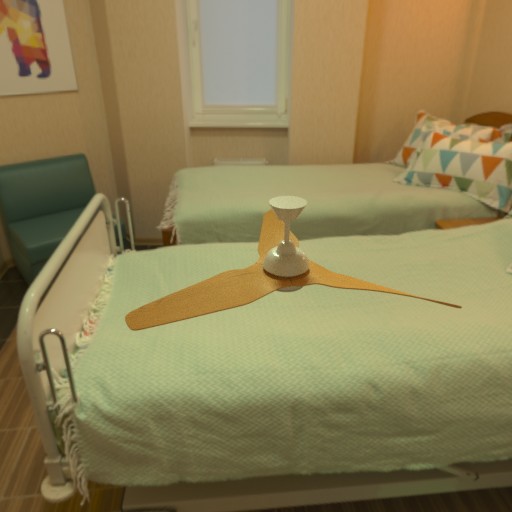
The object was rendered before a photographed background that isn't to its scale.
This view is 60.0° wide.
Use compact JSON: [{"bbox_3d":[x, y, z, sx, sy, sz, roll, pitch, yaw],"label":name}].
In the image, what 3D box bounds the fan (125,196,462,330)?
[{"bbox_3d":[0.000,0.000,1.645,1.010,0.355,1.142,-18,32,-32],"label":"fan"}]
